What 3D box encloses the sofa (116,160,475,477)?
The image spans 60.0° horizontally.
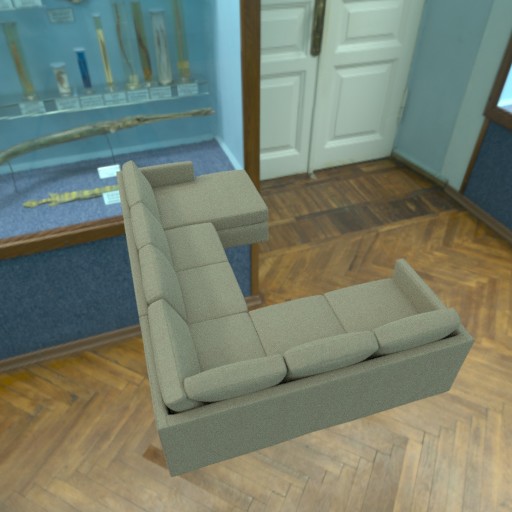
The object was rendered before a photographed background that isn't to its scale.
[{"bbox_3d":[0.000,0.000,4.499,2.427,0.882,3.460,-12,42,-13],"label":"sofa"}]
